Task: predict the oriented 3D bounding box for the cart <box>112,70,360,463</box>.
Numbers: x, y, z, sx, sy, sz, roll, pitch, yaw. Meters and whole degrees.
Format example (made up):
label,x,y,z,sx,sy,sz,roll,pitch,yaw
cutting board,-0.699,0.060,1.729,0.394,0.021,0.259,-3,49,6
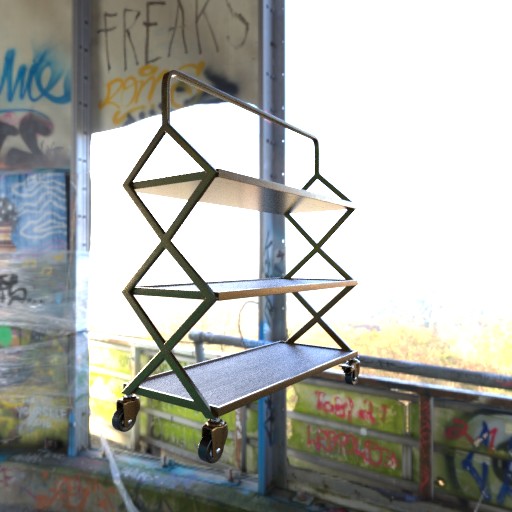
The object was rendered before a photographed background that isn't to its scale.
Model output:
label,x,y,z,sx,sy,sz,roll,pitch,yaw
cart,0.000,0.000,1.215,0.313,0.805,0.723,0,-1,36
